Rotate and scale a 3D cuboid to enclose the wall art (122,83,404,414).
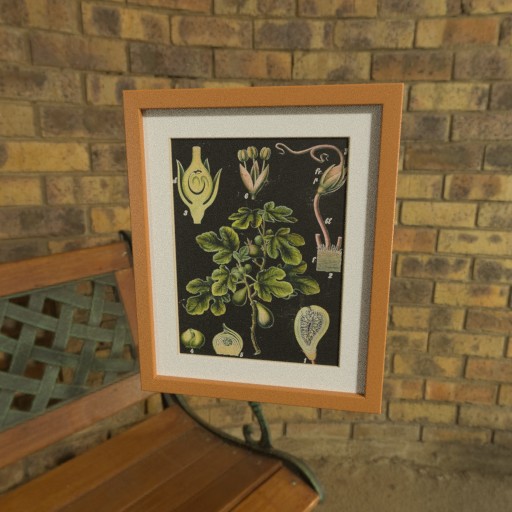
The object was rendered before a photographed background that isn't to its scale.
[{"bbox_3d":[0.000,0.000,0.528,0.310,0.379,0.015,2,13,10],"label":"wall art"}]
